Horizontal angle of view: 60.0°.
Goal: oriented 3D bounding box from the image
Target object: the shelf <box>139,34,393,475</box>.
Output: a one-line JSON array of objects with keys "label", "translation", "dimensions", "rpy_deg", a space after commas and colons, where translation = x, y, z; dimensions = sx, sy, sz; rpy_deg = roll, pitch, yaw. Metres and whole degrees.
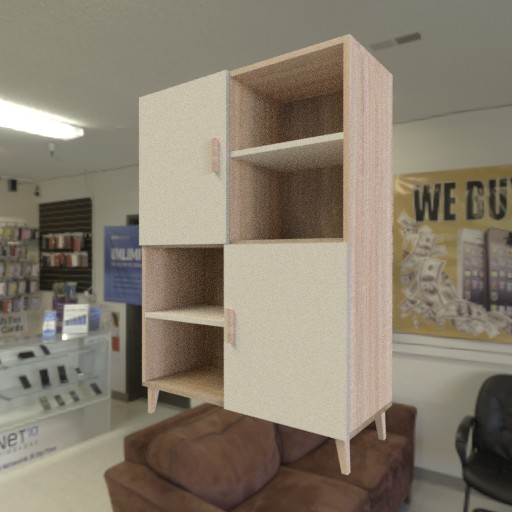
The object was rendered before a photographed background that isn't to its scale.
[{"label": "shelf", "translation": [0.000, 0.000, 1.838], "dimensions": [0.995, 1.405, 0.434], "rpy_deg": [0, 0, 36]}]
